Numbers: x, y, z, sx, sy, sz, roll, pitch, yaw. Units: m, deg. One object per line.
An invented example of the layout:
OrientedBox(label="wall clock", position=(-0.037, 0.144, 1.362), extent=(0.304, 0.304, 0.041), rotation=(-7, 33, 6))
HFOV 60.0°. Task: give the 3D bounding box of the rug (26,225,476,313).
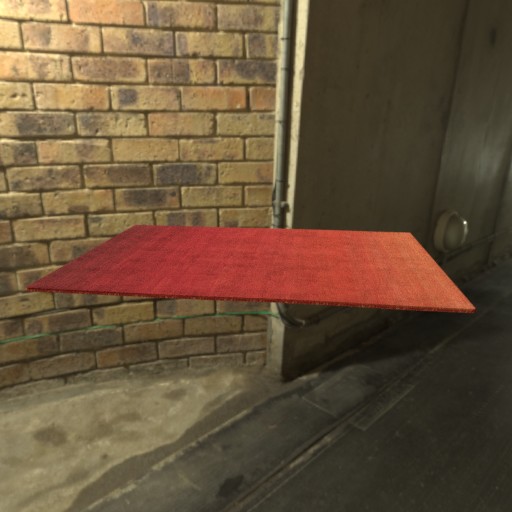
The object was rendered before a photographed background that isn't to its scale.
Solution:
OrientedBox(label="rug", position=(0.000, 0.000, 2.359), extent=(1.835, 0.018, 1.230), rotation=(2, 17, 7))
